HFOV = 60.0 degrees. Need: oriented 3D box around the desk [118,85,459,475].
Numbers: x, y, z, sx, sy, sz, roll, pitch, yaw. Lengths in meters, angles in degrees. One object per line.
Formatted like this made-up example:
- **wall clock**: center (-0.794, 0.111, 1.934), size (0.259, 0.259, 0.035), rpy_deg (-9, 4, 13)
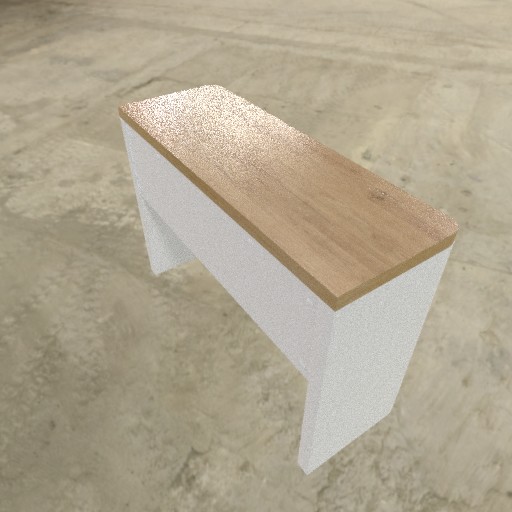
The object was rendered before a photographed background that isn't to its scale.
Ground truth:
- **desk**: center (0.000, 0.000, 1.499), size (0.390, 0.760, 1.100), rpy_deg (-24, 46, -26)
